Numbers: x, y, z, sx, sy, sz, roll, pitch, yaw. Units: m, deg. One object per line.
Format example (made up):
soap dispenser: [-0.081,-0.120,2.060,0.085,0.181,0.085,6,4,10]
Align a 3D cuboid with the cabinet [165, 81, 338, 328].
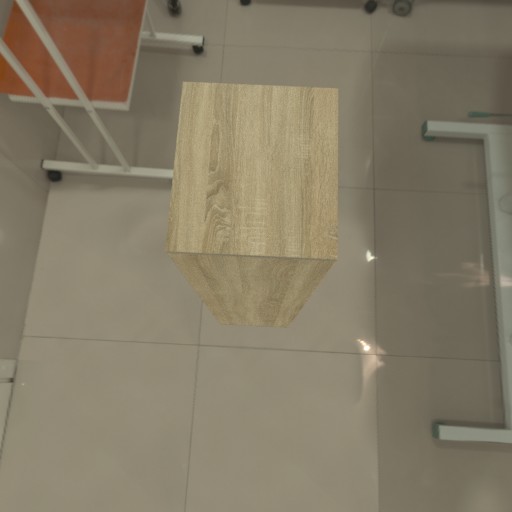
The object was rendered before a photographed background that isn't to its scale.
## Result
cabinet: [0.000,0.000,2.165,0.450,1.960,0.510,3,75,1]
